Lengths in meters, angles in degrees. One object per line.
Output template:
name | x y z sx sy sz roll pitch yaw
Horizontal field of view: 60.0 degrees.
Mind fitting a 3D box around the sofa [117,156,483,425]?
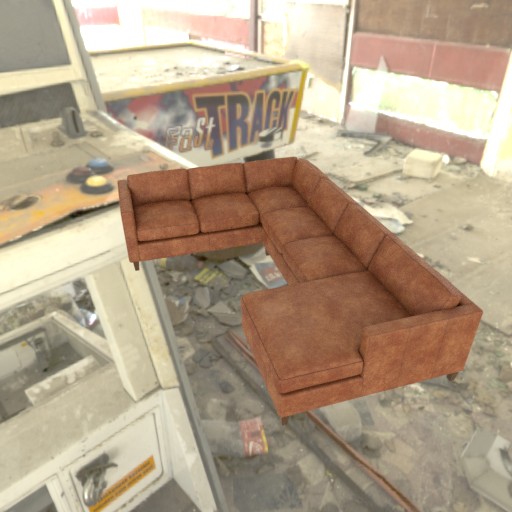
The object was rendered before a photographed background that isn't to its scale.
sofa | 0.000 0.000 4.401 2.452 0.888 3.324 -9 33 -14
